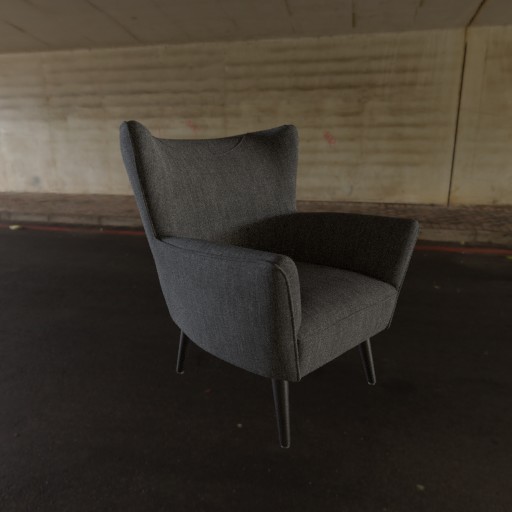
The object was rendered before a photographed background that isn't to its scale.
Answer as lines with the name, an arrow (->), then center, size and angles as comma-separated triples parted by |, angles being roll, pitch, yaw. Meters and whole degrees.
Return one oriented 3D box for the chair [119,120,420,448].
chair -> 0.000, 0.000, 1.605 | 0.888, 0.933, 0.781 | 15, 21, 43
